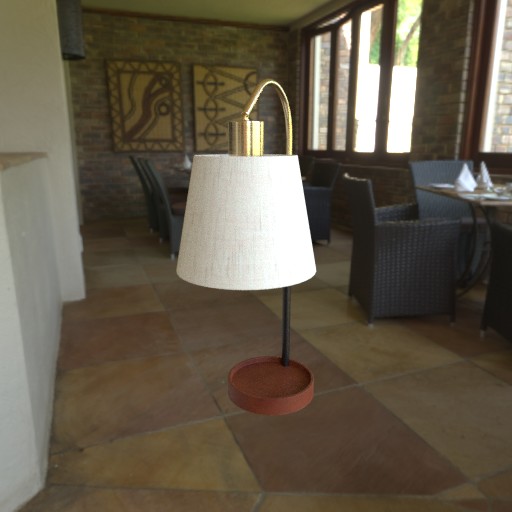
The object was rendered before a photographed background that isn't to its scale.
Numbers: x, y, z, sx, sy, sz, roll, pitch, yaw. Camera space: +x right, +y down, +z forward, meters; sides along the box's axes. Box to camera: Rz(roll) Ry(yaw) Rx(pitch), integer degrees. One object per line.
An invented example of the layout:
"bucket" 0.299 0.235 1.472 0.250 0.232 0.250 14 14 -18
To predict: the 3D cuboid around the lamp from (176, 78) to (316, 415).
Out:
"lamp" 0.000 0.000 0.701 0.211 0.536 0.273 7 16 27
